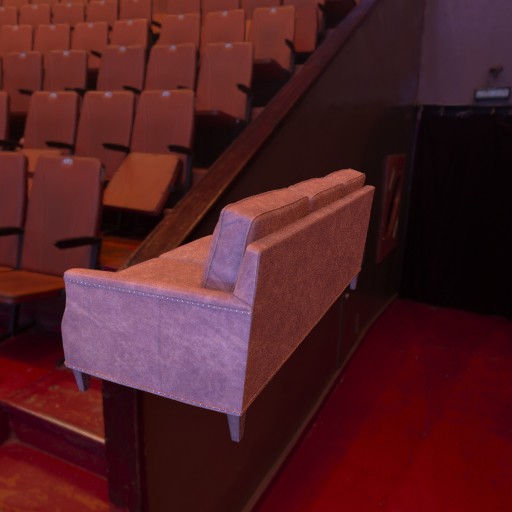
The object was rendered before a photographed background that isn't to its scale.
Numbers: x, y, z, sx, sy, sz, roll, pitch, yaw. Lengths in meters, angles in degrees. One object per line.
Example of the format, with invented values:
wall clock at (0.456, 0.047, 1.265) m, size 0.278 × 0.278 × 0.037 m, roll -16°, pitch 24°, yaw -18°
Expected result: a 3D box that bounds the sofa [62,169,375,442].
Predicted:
sofa at (0.000, 0.000, 2.863) m, size 1.084 × 1.003 × 2.246 m, roll 7°, pitch 17°, yaw 24°
